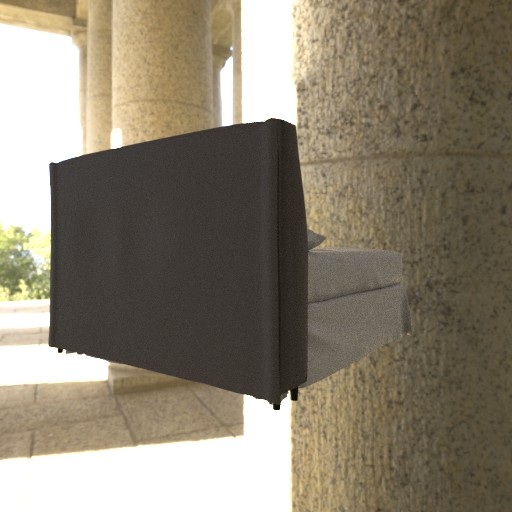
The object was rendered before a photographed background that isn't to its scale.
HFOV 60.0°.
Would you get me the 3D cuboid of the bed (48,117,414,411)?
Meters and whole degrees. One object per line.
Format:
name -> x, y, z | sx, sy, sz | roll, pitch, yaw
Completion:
bed -> 0.000, 0.000, 3.406 | 1.925, 1.332, 2.276 | 1, 2, 36
